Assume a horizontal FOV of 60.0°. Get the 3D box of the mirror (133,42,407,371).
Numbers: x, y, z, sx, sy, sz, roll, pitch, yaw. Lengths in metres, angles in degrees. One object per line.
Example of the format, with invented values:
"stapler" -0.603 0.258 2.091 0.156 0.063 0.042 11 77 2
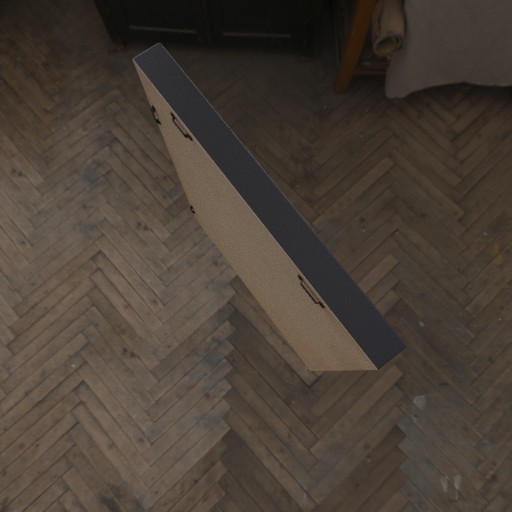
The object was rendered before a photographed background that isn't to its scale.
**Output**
"mirror" 0.000 0.000 0.684 0.041 0.508 0.405 -36 78 -9
